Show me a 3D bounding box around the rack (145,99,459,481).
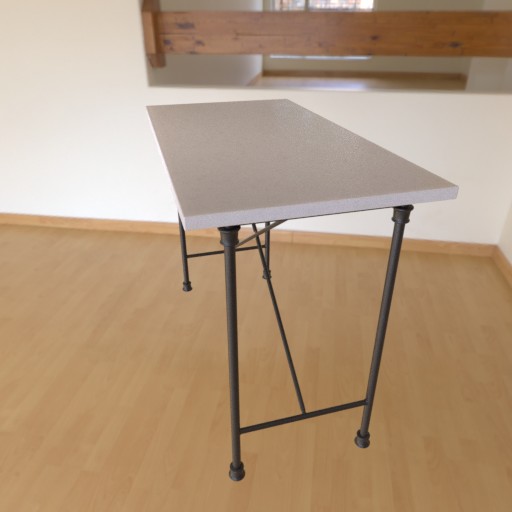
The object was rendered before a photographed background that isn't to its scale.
[{"bbox_3d":[0.000,0.000,1.612,0.613,0.880,1.159,-8,30,-14],"label":"rack"}]
